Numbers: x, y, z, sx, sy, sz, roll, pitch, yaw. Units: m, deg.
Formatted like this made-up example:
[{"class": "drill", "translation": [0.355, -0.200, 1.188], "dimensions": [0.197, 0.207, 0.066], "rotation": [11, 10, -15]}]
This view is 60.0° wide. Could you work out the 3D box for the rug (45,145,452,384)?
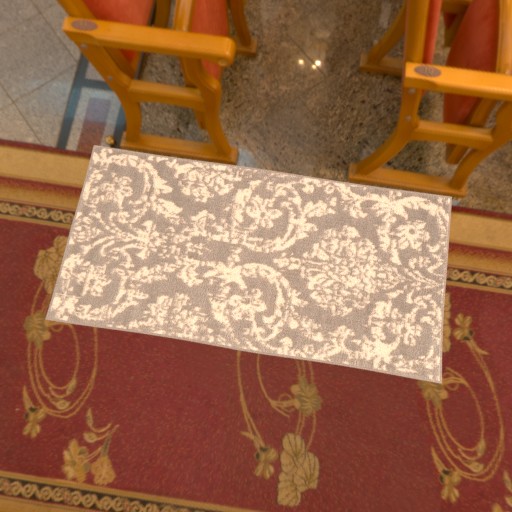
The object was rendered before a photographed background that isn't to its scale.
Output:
[{"class": "rug", "translation": [0.000, 0.000, 1.416], "dimensions": [1.219, 0.007, 0.604], "rotation": [9, 75, 2]}]
